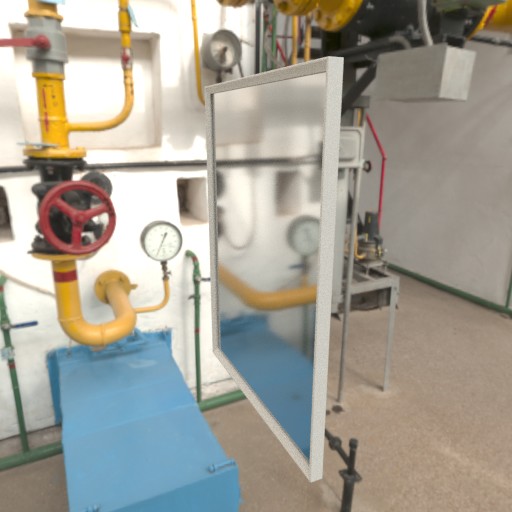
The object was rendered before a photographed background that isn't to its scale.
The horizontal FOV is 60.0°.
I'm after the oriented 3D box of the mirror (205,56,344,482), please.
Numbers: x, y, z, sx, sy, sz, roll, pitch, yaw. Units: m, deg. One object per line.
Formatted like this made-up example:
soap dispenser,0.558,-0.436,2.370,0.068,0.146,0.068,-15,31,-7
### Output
mirror,0.000,0.000,1.344,0.041,1.016,0.762,-7,18,-24
